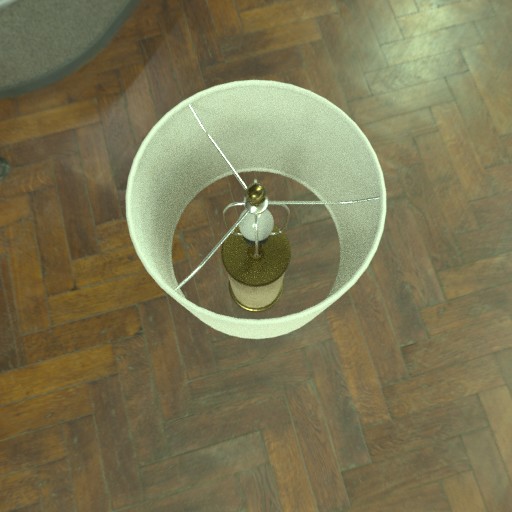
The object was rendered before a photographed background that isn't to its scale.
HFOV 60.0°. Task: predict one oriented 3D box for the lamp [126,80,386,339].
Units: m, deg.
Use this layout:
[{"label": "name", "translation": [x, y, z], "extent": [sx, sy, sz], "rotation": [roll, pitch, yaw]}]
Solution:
[{"label": "lamp", "translation": [0.000, 0.000, 0.814], "extent": [0.305, 0.634, 0.305], "rotation": [-1, 76, 0]}]
